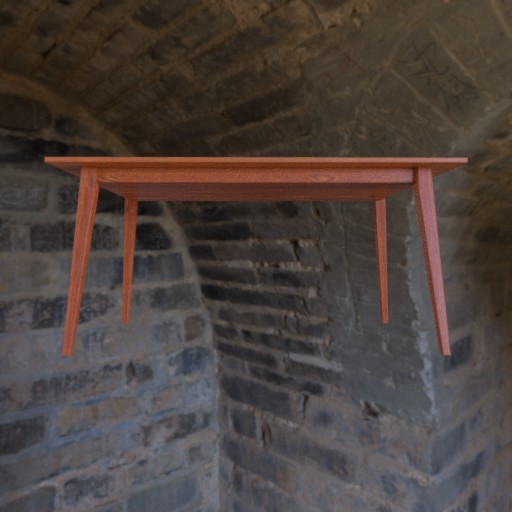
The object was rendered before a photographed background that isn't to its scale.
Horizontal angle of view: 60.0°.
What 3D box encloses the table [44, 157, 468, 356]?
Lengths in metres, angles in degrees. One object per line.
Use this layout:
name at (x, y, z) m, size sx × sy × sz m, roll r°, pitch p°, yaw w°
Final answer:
table at (0.000, 0.000, 2.087) m, size 1.609 × 0.755 × 0.811 m, roll 0°, pitch 0°, yaw 0°
